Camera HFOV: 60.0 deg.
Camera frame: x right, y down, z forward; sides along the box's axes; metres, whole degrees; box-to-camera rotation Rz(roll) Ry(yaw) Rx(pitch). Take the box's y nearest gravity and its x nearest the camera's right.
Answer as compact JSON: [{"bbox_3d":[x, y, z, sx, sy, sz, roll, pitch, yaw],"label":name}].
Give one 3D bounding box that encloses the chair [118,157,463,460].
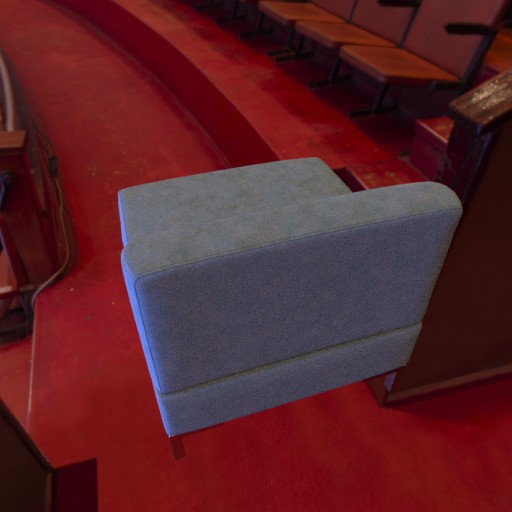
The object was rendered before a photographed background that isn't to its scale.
[{"bbox_3d":[0.000,0.000,1.228,0.684,0.660,0.685,-12,43,-14],"label":"chair"}]
